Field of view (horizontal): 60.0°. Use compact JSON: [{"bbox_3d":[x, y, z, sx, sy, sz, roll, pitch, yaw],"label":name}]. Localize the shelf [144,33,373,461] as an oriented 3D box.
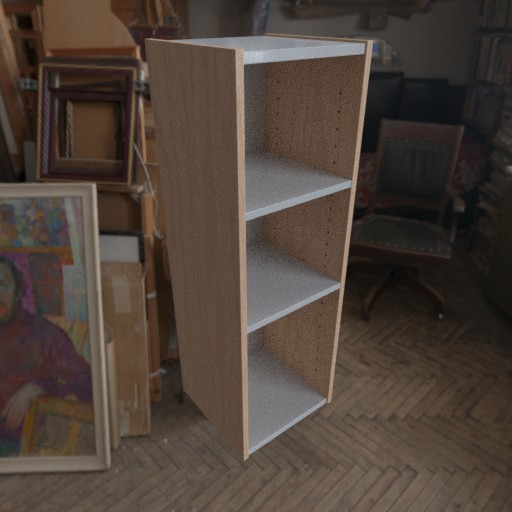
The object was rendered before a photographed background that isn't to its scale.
[{"bbox_3d":[0.000,0.000,1.024,0.300,0.900,0.290,-21,36,-32],"label":"shelf"}]
